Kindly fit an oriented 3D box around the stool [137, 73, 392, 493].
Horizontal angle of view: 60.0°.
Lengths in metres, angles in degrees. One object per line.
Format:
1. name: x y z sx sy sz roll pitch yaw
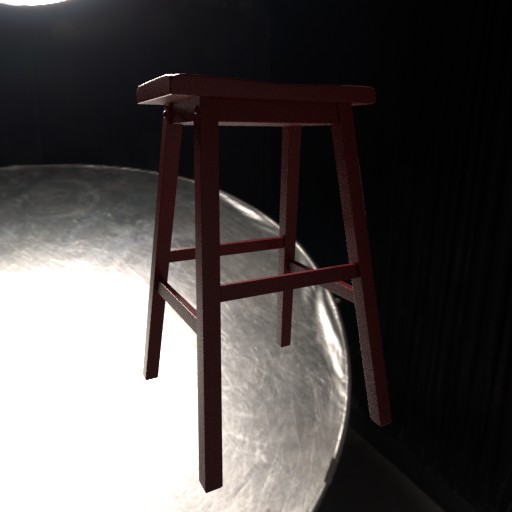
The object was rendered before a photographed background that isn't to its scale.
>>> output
1. stool: 0.000 0.000 1.025 0.457 0.737 0.476 -8 17 -27
